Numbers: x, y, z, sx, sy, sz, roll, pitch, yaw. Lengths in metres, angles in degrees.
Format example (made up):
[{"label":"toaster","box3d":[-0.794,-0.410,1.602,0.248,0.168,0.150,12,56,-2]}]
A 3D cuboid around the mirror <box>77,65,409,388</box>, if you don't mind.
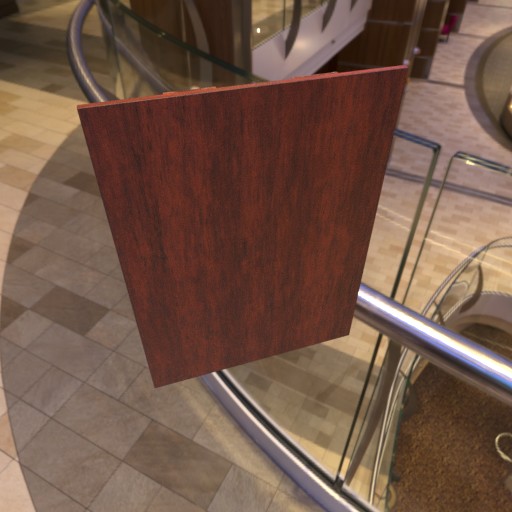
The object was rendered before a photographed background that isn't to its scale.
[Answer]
[{"label":"mirror","box3d":[0.000,0.000,1.042,0.600,0.805,0.021,-12,43,-13]}]
